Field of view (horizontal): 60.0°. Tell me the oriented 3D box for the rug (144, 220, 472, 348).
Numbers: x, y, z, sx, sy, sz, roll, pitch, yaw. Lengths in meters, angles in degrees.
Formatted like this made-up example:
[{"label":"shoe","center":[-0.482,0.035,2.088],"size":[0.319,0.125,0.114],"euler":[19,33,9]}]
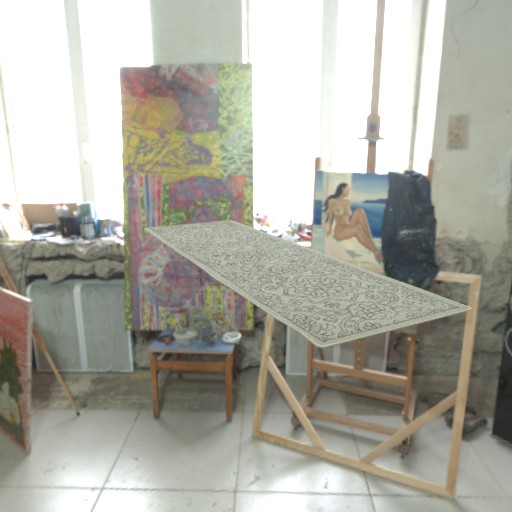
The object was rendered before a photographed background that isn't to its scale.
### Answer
[{"label":"rug","center":[0.000,0.000,2.724],"size":[0.806,0.006,2.431],"euler":[-7,16,-27]}]
